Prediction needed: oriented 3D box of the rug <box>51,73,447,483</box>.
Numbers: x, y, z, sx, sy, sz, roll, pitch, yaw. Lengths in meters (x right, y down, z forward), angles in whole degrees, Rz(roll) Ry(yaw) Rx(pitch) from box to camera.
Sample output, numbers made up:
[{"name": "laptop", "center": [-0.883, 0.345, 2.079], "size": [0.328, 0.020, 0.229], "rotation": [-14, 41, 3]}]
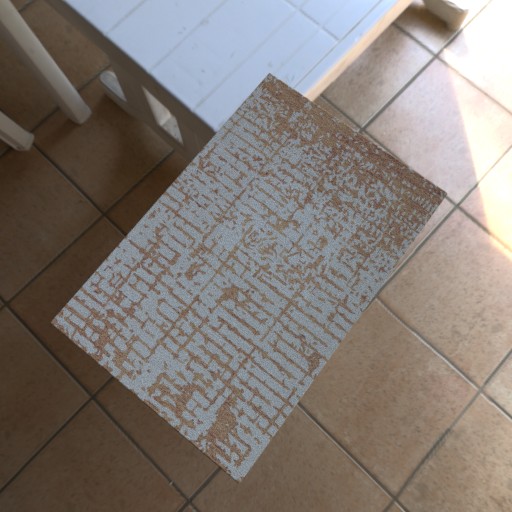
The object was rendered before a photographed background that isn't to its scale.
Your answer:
[{"name": "rug", "center": [0.000, 0.000, 2.326], "size": [1.219, 0.011, 1.829], "rotation": [37, 79, 8]}]
